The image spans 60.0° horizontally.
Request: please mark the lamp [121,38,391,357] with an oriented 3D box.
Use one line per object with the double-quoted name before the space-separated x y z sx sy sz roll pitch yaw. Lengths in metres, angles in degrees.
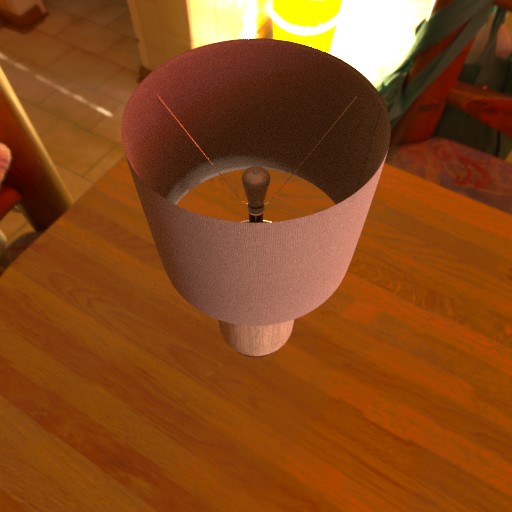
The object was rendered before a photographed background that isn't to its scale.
"lamp" 0.000 0.000 0.563 0.228 0.444 0.228 1 58 0
